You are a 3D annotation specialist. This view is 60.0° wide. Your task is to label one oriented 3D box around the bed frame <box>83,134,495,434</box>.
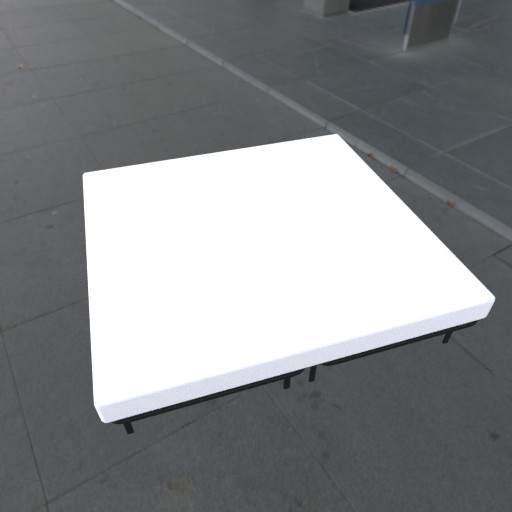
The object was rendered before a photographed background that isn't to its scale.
[{"bbox_3d":[0.000,0.000,2.928,2.033,0.525,1.935,-12,44,-13],"label":"bed frame"}]
